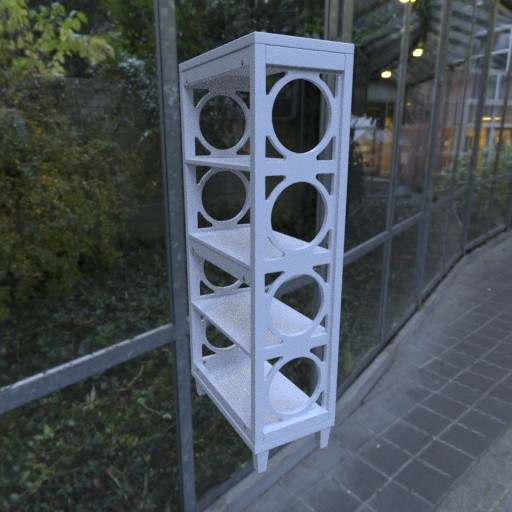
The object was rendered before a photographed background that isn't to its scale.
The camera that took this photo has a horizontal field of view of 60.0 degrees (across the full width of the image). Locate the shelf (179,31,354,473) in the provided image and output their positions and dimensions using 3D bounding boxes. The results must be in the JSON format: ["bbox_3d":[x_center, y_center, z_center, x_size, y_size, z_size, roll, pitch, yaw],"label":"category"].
[{"bbox_3d":[0.000,0.000,1.688,0.340,1.411,0.611,-8,17,-28],"label":"shelf"}]
